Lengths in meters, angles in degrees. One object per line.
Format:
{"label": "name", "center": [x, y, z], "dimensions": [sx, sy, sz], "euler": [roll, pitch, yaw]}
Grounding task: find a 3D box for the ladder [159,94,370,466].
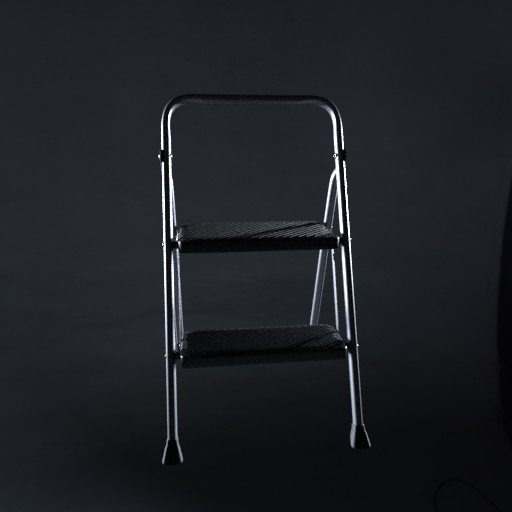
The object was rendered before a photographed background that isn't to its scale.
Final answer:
{"label": "ladder", "center": [0.000, 0.000, 1.031], "dimensions": [0.430, 0.720, 0.472], "euler": [-2, 15, -7]}
